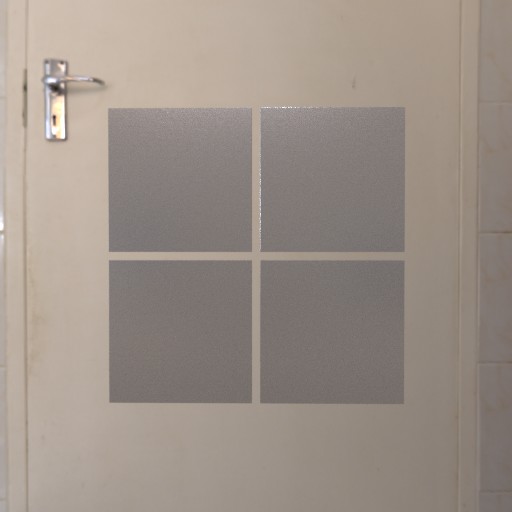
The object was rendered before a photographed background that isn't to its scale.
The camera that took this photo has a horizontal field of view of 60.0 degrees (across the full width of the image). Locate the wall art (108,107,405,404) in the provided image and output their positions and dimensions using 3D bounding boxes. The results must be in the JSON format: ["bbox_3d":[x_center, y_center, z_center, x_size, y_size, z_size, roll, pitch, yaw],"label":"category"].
[{"bbox_3d":[0.000,0.000,0.930,0.611,0.611,0.029,0,1,1],"label":"wall art"}]
